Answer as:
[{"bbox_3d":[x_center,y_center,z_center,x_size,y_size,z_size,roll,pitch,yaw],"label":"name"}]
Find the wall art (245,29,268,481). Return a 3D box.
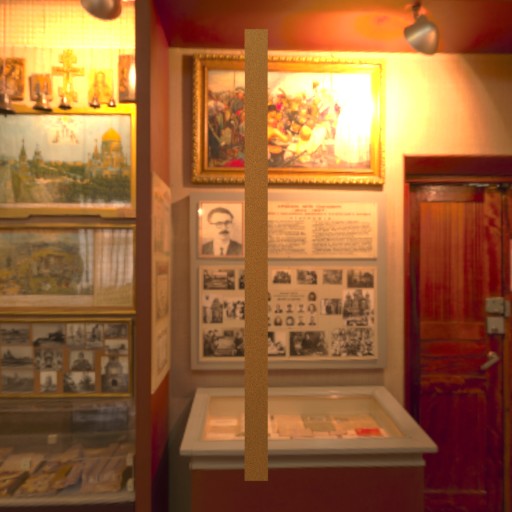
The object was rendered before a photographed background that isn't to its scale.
[{"bbox_3d":[0.000,0.000,2.854,0.099,1.926,1.926,0,-1,0],"label":"wall art"}]
